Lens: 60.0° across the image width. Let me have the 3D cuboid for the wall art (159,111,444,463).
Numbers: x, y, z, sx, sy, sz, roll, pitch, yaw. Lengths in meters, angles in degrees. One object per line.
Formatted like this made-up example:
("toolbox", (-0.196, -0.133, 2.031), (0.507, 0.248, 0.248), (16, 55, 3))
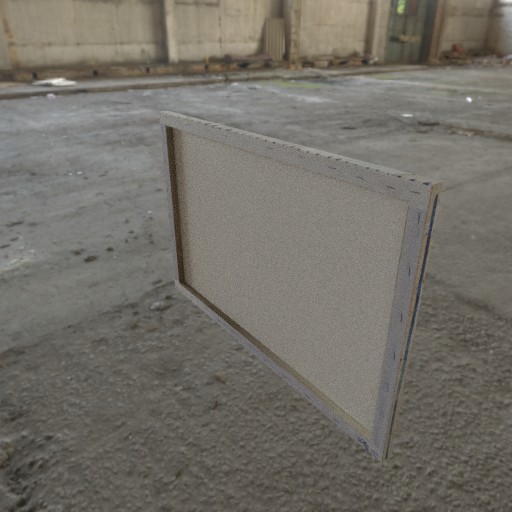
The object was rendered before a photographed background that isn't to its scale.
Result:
("wall art", (0.000, 0.000, 1.417), (0.038, 0.757, 1.143), (-19, 32, -33))
